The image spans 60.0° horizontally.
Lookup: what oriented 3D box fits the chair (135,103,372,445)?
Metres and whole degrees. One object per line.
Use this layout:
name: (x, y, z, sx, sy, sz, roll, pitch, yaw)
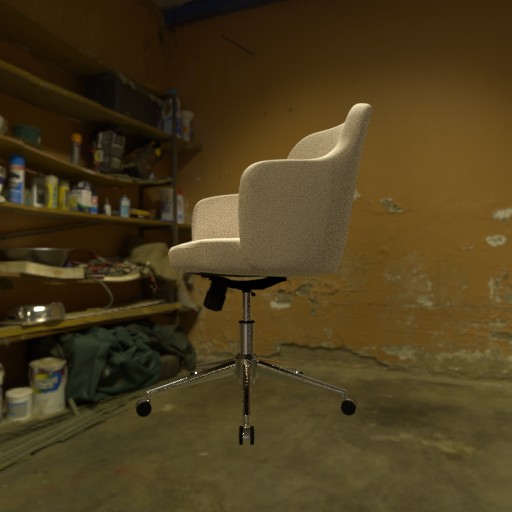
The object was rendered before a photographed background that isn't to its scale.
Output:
chair: (0.000, 0.000, 1.244, 0.647, 0.819, 0.602, 0, -1, -19)
